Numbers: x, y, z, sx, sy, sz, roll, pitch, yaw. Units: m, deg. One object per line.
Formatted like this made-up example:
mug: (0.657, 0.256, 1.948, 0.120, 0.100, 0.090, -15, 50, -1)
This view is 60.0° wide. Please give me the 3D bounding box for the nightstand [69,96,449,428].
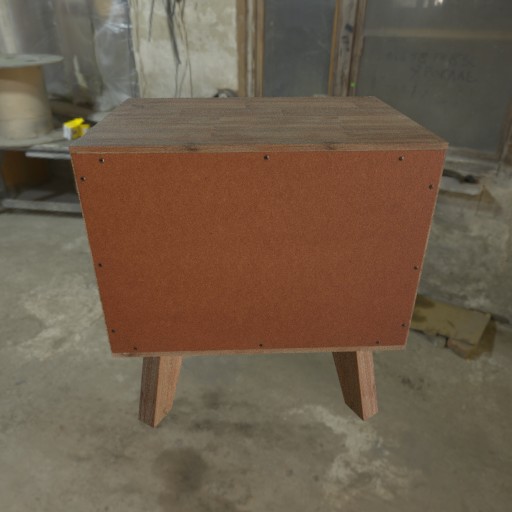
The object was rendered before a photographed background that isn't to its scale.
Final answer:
nightstand: (0.000, 0.000, 0.957, 0.552, 0.589, 0.396, -1, 29, -2)
